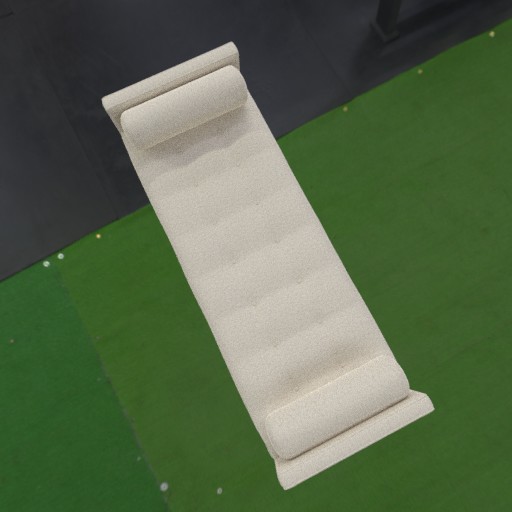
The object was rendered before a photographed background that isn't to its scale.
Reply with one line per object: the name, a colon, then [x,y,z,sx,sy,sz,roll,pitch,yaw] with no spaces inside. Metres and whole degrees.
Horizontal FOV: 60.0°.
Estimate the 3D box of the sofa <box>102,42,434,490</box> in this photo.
sofa: [0.000,0.000,2.307,0.746,0.641,1.985,-26,80,-5]
